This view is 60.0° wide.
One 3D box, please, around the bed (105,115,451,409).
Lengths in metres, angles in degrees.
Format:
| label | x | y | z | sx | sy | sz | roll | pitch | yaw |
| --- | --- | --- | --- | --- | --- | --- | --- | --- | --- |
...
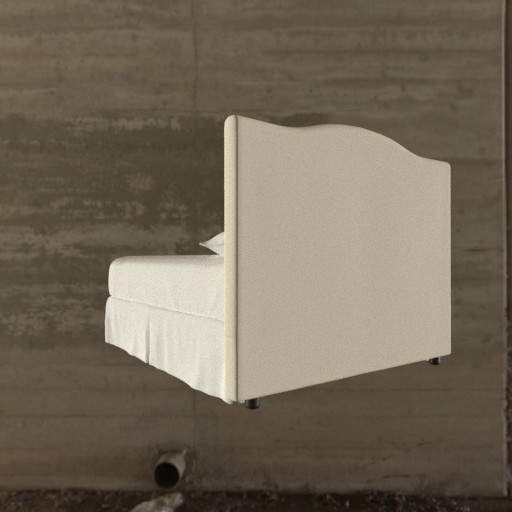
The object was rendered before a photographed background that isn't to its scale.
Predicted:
| label | x | y | z | sx | sy | sz | roll | pitch | yaw |
| --- | --- | --- | --- | --- | --- | --- | --- | --- | --- |
| bed | 0.000 | 0.000 | 3.362 | 1.753 | 1.460 | 2.143 | 0 | 0 | -36 |
